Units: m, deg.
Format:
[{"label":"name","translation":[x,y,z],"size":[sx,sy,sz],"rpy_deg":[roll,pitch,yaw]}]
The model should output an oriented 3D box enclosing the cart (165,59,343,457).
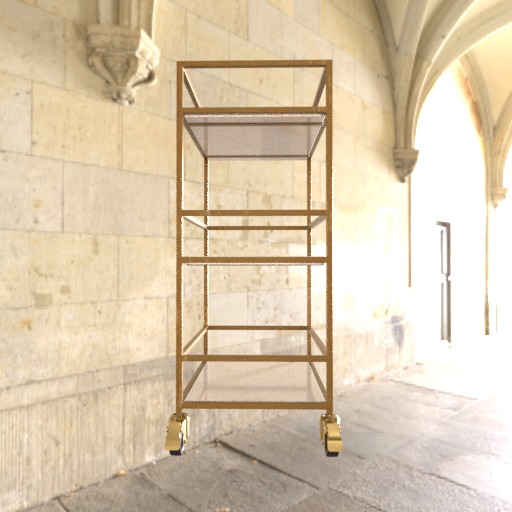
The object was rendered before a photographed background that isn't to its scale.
[{"label":"cart","translation":[0.000,0.000,1.039],"size":[0.332,0.761,0.483],"rpy_deg":[0,-1,1]}]
